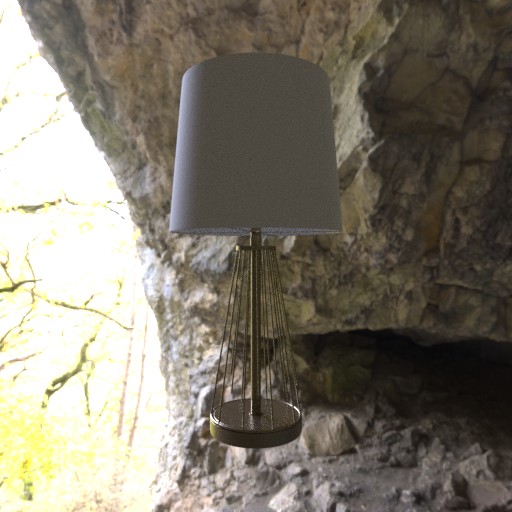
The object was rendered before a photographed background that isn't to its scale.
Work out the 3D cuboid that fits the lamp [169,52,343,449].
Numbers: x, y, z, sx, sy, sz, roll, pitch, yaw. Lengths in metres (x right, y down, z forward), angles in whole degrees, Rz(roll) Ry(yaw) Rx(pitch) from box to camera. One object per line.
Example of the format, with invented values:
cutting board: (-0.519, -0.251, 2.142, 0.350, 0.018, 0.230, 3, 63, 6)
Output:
lamp: (0.000, 0.000, 0.789, 0.303, 0.618, 0.303, 0, 0, 0)
